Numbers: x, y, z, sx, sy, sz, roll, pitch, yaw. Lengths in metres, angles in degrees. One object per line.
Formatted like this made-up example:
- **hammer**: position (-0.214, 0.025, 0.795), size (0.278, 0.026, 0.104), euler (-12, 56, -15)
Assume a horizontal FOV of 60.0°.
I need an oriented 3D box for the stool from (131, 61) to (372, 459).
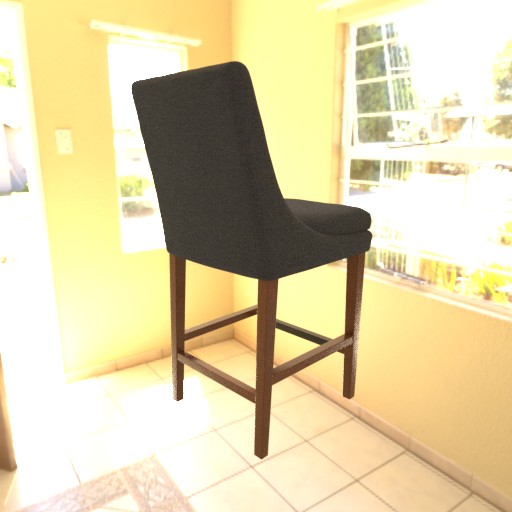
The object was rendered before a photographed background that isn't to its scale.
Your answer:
- **stool**: position (0.000, 0.000, 1.330), size (0.577, 0.981, 0.470), euler (-13, 19, -43)
